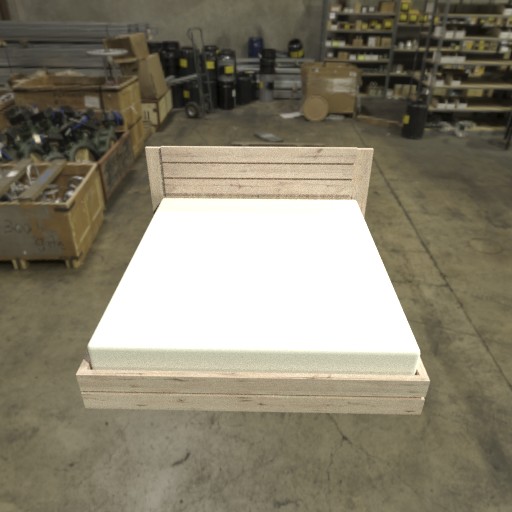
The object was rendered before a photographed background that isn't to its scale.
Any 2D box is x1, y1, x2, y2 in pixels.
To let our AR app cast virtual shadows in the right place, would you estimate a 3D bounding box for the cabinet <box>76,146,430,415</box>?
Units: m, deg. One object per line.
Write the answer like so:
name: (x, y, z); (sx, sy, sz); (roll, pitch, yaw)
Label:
cabinet: (0.000, 0.000, 3.156); (1.950, 0.970, 2.080); (1, 31, 1)
